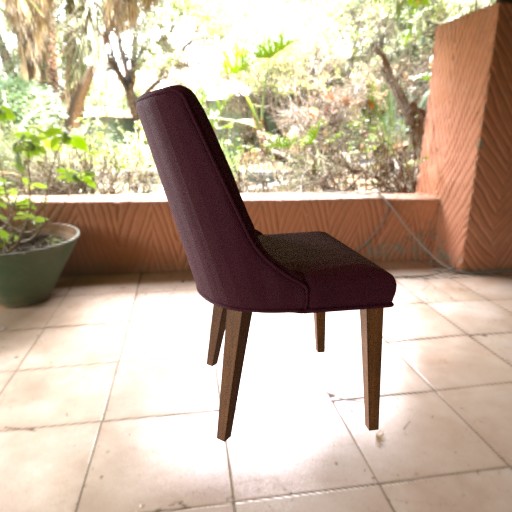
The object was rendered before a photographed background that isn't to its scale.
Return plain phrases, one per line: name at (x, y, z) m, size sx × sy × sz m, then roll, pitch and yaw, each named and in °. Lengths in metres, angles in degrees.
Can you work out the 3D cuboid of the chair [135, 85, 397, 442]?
chair at (0.000, 0.000, 1.326) m, size 0.638 × 0.916 × 0.548 m, roll -3°, pitch 15°, yaw -10°
